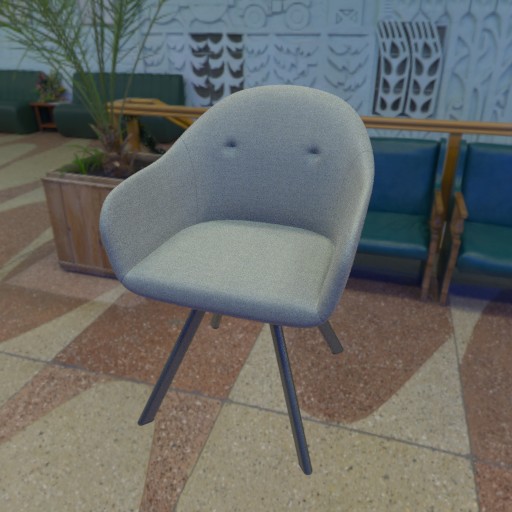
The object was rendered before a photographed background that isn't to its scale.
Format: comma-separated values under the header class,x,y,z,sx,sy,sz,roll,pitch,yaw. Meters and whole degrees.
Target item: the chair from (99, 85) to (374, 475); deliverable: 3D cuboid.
class,x,y,z,sx,sy,sz,roll,pitch,yaw
chair,0.000,0.000,1.144,0.540,0.780,0.570,9,28,17
